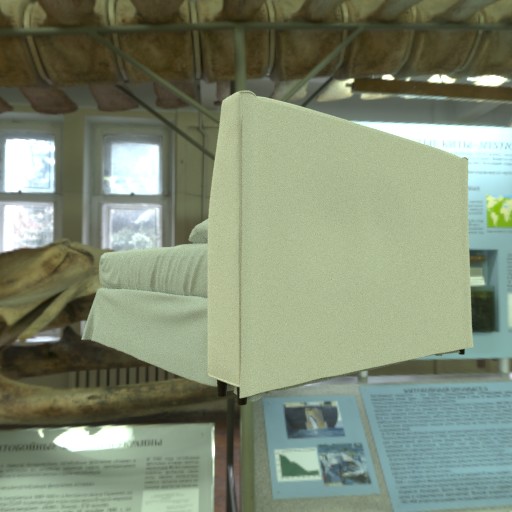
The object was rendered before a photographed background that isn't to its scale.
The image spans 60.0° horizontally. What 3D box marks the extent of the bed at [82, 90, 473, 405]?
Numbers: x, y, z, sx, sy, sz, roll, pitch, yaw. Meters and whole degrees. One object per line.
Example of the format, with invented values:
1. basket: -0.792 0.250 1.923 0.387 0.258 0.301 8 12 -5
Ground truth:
1. bed: 0.000 0.000 3.277 1.925 1.332 2.276 1 -2 -37
